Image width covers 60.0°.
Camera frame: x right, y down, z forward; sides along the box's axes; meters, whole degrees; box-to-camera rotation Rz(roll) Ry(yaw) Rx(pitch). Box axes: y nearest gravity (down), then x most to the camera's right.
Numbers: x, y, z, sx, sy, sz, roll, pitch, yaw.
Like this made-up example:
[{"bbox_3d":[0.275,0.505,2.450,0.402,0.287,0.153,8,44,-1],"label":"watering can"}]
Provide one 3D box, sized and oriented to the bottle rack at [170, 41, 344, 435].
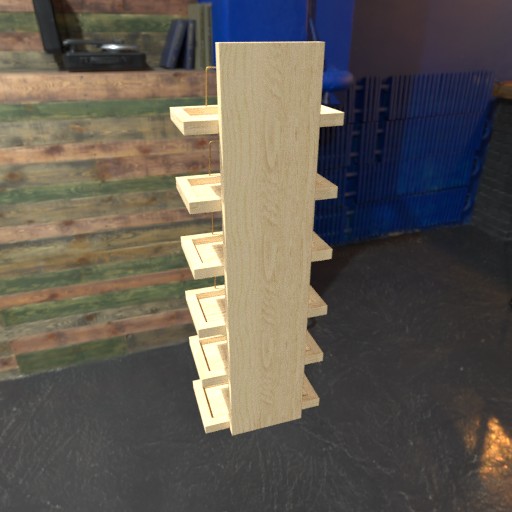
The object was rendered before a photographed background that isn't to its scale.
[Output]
[{"bbox_3d":[0.000,0.000,1.081,0.330,0.943,0.206,-8,28,-16],"label":"bottle rack"}]
